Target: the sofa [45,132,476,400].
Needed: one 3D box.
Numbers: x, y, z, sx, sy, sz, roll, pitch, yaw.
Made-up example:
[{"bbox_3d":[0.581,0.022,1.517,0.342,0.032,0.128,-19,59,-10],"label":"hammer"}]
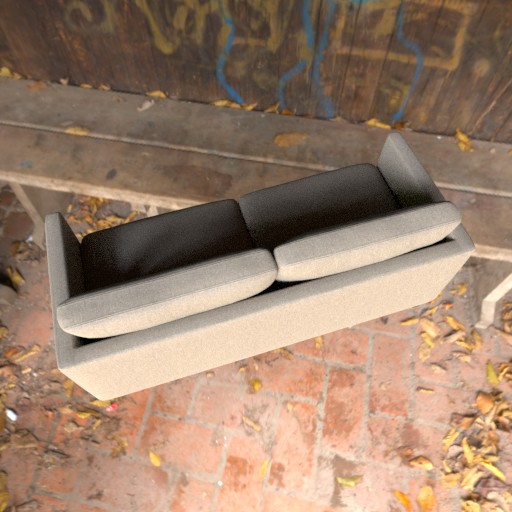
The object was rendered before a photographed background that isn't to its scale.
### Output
[{"bbox_3d":[0.000,0.000,2.643,2.208,0.963,0.956,-15,61,-9],"label":"sofa"}]
